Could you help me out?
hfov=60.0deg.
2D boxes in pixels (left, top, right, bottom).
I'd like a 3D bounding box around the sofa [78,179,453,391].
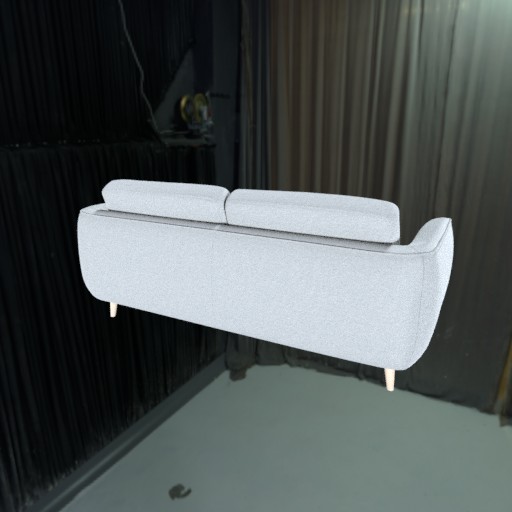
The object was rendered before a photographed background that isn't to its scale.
[{"bbox_3d":[0.000,0.000,2.515,2.000,0.850,0.920,9,19,27],"label":"sofa"}]
